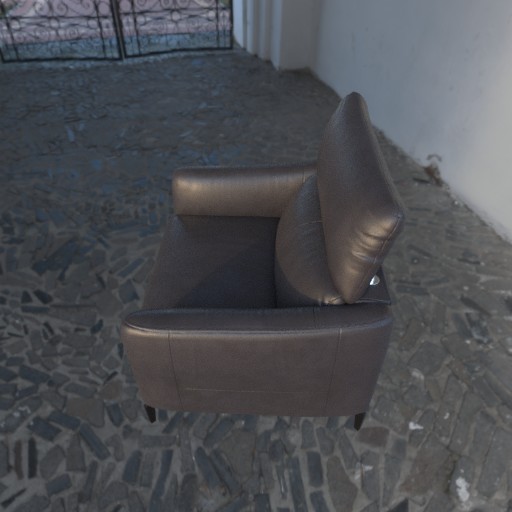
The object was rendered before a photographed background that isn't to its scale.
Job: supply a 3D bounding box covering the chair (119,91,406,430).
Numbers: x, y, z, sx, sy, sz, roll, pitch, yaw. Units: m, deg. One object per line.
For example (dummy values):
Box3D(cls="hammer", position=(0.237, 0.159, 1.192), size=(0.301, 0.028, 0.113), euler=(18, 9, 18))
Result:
Box3D(cls="chair", position=(0.000, 0.000, 1.646), size=(0.809, 0.949, 0.976), euler=(1, 41, 2))
